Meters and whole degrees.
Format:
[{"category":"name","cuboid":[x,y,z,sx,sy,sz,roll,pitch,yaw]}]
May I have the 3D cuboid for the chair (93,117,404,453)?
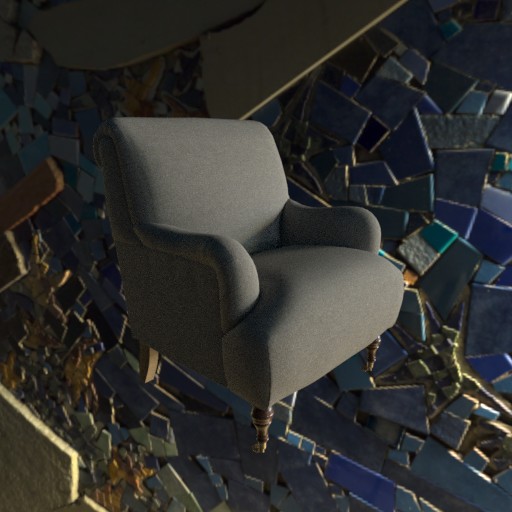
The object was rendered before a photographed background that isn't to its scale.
[{"category":"chair","cuboid":[0.000,0.000,1.564,0.843,0.942,0.766,14,21,41]}]
